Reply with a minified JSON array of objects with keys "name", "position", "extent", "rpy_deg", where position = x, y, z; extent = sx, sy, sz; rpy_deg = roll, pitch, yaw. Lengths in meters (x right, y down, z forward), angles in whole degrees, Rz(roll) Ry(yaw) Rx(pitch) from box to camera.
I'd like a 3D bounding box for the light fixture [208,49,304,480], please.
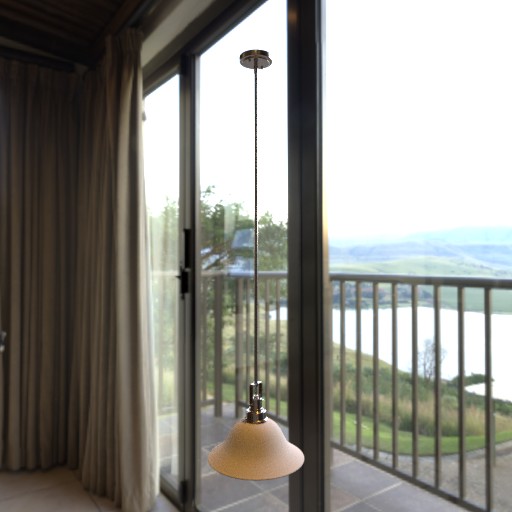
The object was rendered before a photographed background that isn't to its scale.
[{"name":"light fixture","position":[0.000,0.000,1.500],"extent":[0.324,1.354,0.324],"rpy_deg":[0,-1,36]}]
